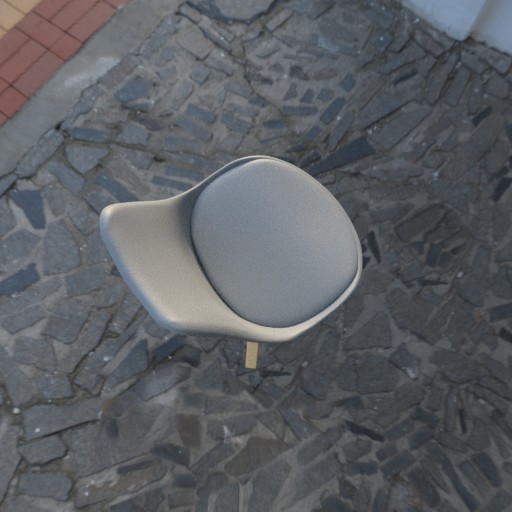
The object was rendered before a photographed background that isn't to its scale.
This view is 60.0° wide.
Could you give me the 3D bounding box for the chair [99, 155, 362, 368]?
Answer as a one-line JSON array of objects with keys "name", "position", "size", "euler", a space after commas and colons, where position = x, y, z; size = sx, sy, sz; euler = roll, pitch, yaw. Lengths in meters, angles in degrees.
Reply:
[{"name": "chair", "position": [0.000, 0.000, 1.196], "size": [0.549, 0.850, 0.485], "euler": [-34, 77, -9]}]
